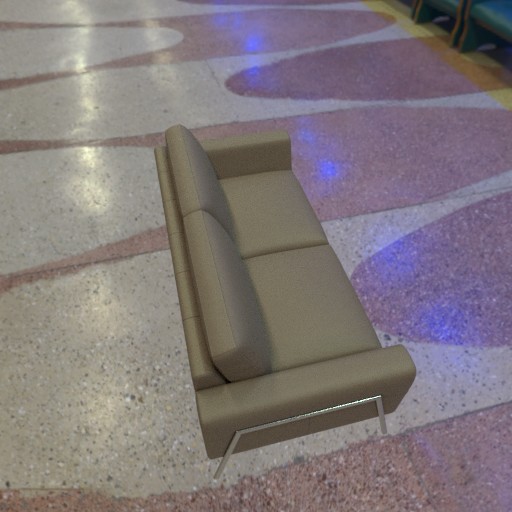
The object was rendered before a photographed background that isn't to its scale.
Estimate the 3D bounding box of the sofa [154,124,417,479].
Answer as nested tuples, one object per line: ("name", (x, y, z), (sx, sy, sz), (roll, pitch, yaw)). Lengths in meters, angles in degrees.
("sofa", (0.000, 0.000, 2.596), (0.953, 0.875, 2.017), (-10, 48, -10))
